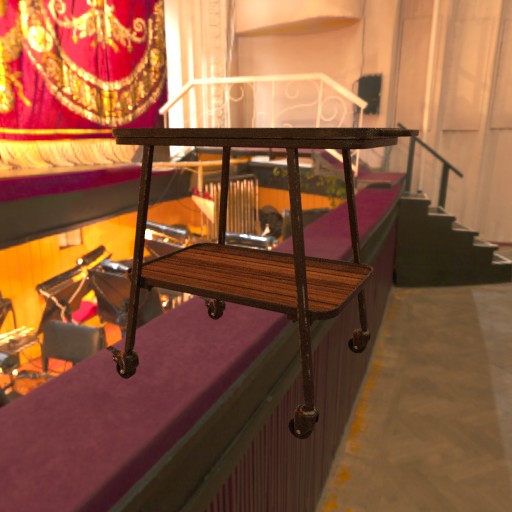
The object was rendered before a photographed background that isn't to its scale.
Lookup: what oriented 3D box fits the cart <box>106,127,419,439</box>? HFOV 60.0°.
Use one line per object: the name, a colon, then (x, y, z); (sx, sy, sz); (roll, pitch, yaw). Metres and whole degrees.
cart: (0.000, 0.000, 1.264); (0.806, 0.700, 0.515); (8, 18, 27)
